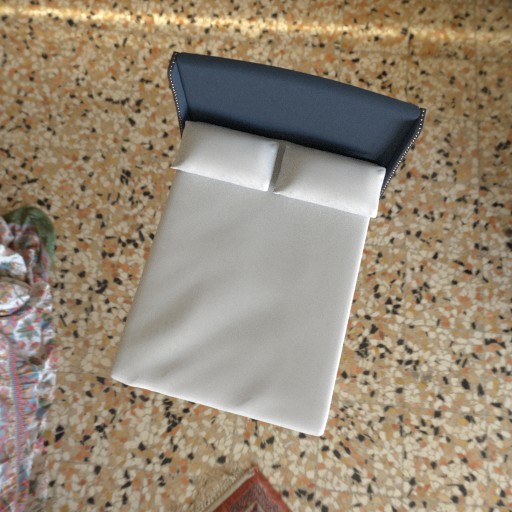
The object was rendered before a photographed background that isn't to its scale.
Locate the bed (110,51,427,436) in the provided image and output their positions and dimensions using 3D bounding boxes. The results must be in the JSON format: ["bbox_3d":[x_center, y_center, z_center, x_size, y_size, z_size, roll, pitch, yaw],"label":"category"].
[{"bbox_3d":[0.000,0.000,3.260,1.710,1.407,2.237,14,76,4],"label":"bed"}]
